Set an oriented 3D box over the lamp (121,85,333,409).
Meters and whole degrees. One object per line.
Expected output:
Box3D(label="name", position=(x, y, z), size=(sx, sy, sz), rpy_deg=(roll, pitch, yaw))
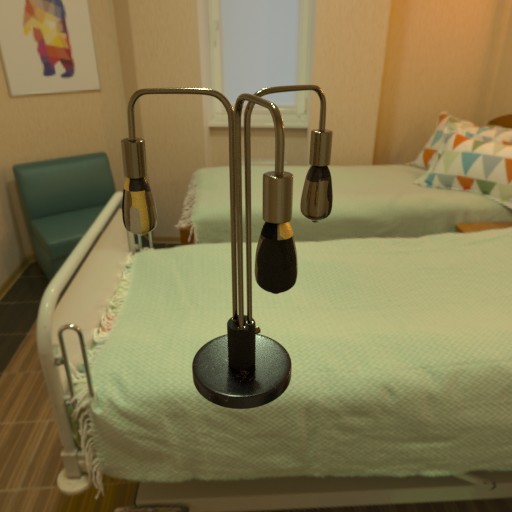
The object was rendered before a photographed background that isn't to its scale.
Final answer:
Box3D(label="lamp", position=(0.000, 0.000, 0.793), size=(0.368, 0.560, 0.355), rpy_deg=(-16, 31, -30))
